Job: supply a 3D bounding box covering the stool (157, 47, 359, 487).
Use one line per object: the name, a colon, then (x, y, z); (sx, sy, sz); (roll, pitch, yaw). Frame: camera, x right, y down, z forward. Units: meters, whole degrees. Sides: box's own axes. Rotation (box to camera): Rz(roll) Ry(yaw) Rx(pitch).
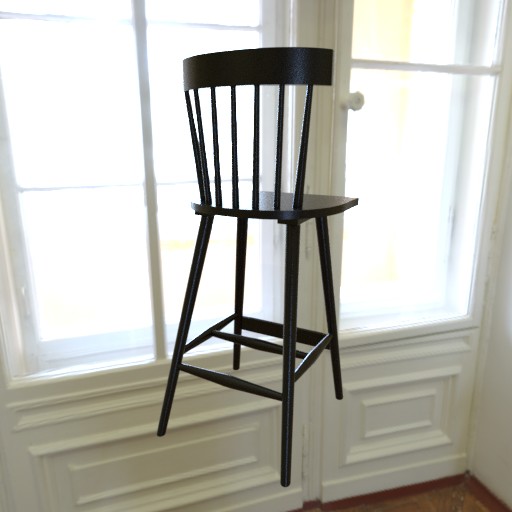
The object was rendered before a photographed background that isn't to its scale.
stool: (0.000, 0.000, 1.326); (0.482, 1.092, 0.483); (8, 17, 27)
